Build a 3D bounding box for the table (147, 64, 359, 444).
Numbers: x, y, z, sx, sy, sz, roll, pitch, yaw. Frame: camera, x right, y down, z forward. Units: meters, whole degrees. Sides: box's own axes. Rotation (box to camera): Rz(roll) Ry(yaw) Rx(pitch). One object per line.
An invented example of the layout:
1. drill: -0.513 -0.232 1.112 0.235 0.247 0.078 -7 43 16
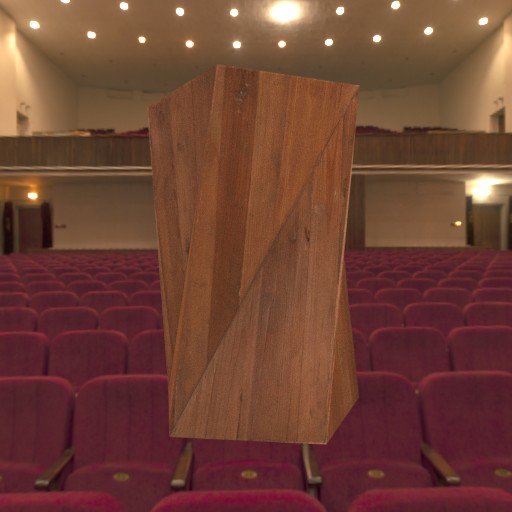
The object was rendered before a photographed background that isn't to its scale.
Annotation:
1. table: 0.000 0.000 0.908 0.441 0.604 0.425 0 0 0
